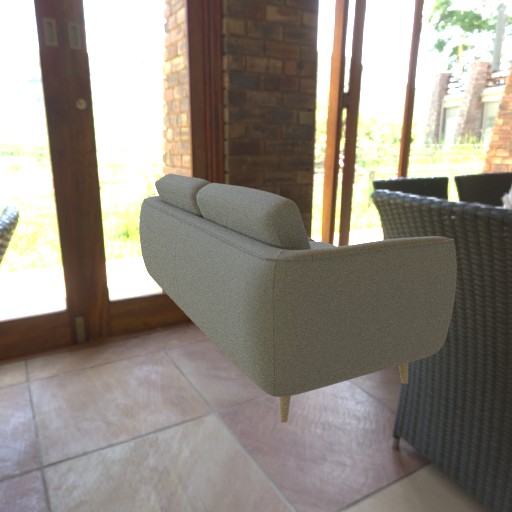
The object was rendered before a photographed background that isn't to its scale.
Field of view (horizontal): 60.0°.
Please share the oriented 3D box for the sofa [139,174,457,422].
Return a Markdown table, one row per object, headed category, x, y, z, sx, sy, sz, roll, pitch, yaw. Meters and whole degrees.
| category | x | y | z | sx | sy | sz | roll | pitch | yaw |
| --- | --- | --- | --- | --- | --- | --- | --- | --- | --- |
| sofa | 0.000 | 0.000 | 2.466 | 0.920 | 0.850 | 2.000 | -7 | 16 | -26 |
